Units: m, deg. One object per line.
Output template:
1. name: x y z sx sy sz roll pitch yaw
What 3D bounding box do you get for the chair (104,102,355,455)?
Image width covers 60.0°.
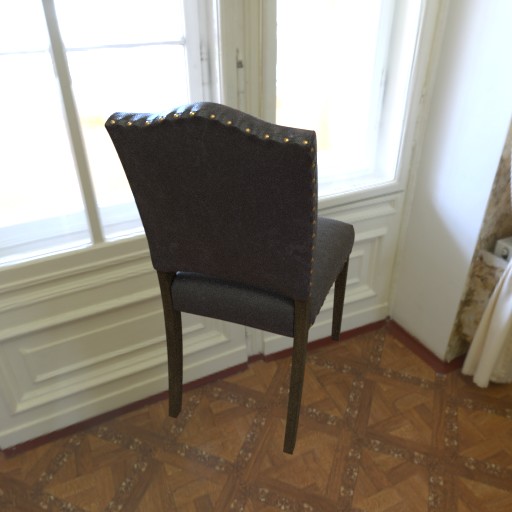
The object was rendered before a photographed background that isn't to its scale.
1. chair: 0.000 0.000 1.312 0.500 0.991 0.633 11 33 17
